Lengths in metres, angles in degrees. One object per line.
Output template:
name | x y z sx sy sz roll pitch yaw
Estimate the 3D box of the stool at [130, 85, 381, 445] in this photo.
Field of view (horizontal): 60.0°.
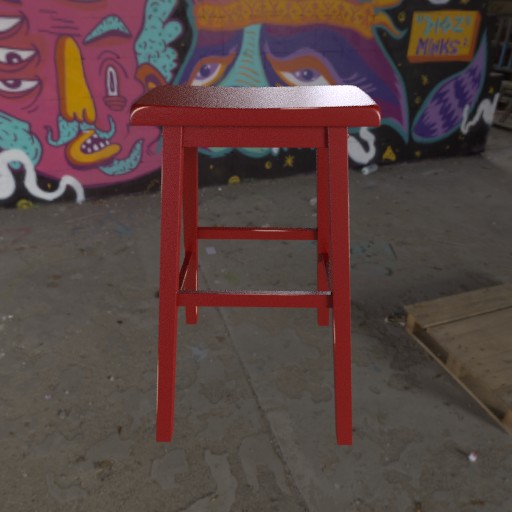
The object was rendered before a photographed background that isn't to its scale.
stool | 0.000 0.000 1.059 0.457 0.737 0.476 1 29 1
